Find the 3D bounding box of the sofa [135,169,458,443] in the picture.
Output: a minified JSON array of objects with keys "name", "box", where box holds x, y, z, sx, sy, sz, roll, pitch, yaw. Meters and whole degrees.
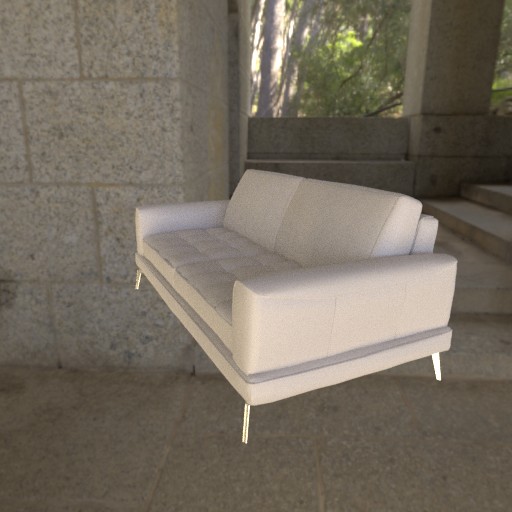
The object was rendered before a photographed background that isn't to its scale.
[{"name":"sofa","box":[0.000,0.000,2.736,1.121,0.930,2.177,-7,17,-25]}]
